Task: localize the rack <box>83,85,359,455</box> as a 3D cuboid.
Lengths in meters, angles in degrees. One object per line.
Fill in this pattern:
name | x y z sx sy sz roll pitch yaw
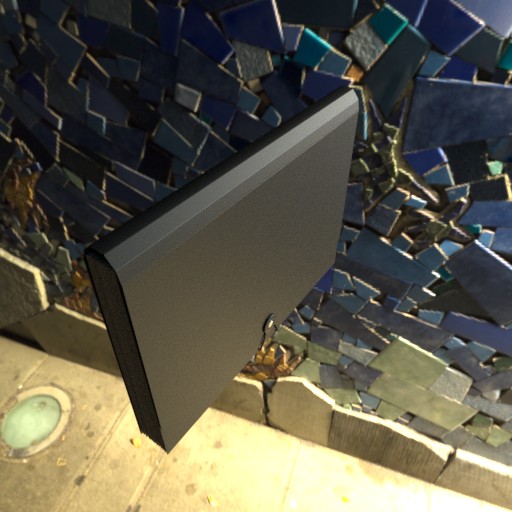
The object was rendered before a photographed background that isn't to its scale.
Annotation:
rack | 0.000 0.000 0.443 0.041 0.241 0.330 25 46 26
